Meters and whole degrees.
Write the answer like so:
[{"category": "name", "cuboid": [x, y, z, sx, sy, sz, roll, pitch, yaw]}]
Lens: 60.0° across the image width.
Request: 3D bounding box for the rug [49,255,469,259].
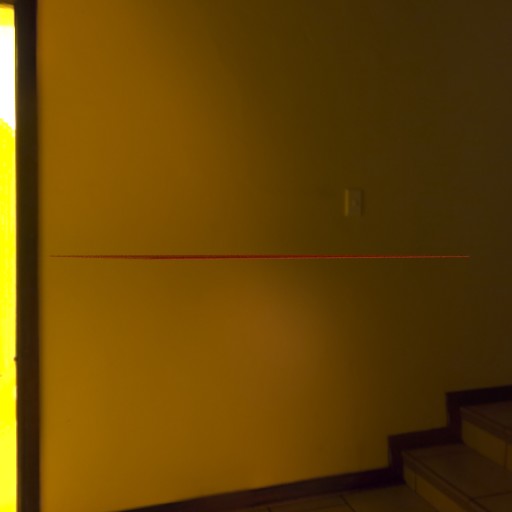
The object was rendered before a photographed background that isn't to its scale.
[{"category": "rug", "cuboid": [0.000, 0.000, 3.917, 2.929, 0.012, 2.300, 0, 0, -36]}]
